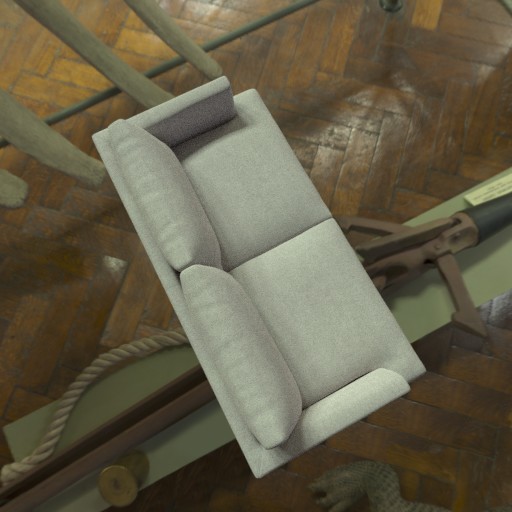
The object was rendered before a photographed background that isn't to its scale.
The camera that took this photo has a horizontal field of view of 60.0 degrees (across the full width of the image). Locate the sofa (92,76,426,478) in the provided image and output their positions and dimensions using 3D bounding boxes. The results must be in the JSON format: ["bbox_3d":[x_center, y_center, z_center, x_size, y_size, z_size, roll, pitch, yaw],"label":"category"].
[{"bbox_3d":[0.000,0.000,2.454,1.020,0.868,1.948,-27,77,-7],"label":"sofa"}]
